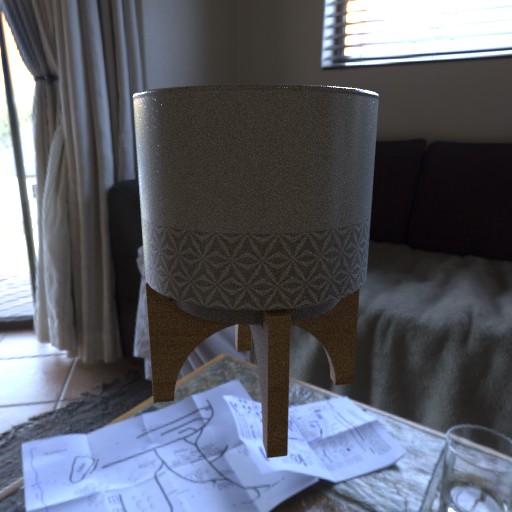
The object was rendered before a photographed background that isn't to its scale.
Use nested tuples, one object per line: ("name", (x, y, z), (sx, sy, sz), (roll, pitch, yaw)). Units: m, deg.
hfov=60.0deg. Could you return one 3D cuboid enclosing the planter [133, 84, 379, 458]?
("planter", (0.000, 0.000, 0.508), (0.249, 0.343, 0.249), (0, 15, 0))
